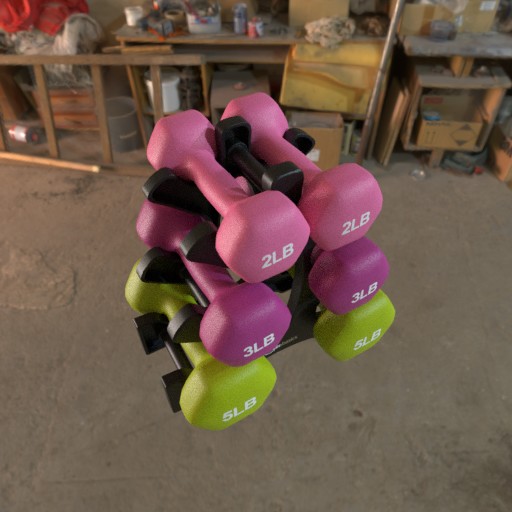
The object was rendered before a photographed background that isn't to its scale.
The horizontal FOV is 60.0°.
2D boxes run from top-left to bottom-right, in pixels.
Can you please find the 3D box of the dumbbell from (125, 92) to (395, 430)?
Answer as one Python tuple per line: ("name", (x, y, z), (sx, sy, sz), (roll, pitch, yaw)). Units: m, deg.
("dumbbell", (0.000, 0.000, 0.447), (0.257, 0.261, 0.203), (-23, 50, -20))
